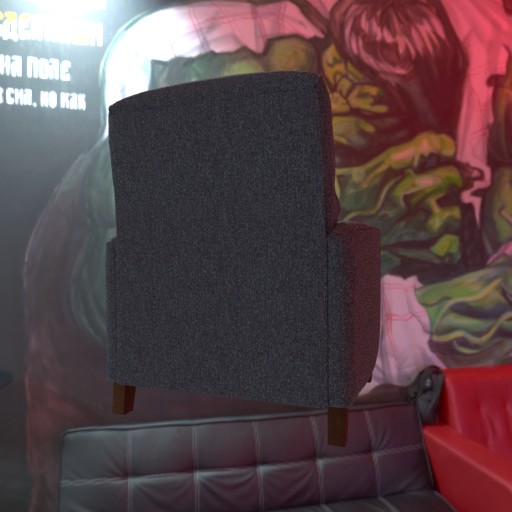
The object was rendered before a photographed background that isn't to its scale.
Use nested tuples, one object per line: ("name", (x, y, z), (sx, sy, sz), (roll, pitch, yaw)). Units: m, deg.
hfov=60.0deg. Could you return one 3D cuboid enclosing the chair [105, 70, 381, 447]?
("chair", (0.000, 0.000, 1.609), (0.839, 1.016, 0.850), (0, 0, 20))
